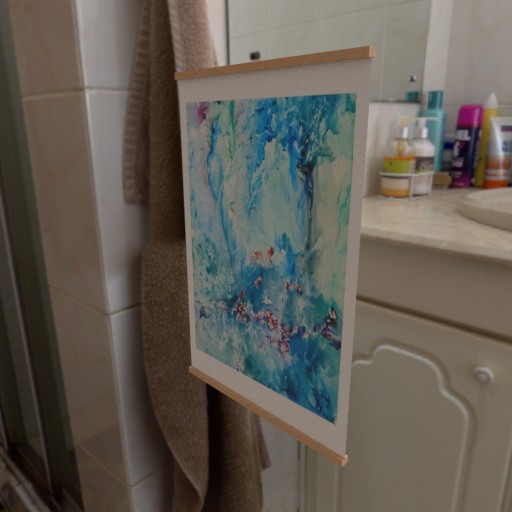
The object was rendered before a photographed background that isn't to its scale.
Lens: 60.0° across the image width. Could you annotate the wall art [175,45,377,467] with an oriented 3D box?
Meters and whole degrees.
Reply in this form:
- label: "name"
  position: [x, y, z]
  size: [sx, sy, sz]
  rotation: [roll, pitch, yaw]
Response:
- label: "wall art"
  position: [0.000, 0.000, 0.633]
  size: [0.013, 0.510, 0.335]
  rotation: [-16, 23, -43]
